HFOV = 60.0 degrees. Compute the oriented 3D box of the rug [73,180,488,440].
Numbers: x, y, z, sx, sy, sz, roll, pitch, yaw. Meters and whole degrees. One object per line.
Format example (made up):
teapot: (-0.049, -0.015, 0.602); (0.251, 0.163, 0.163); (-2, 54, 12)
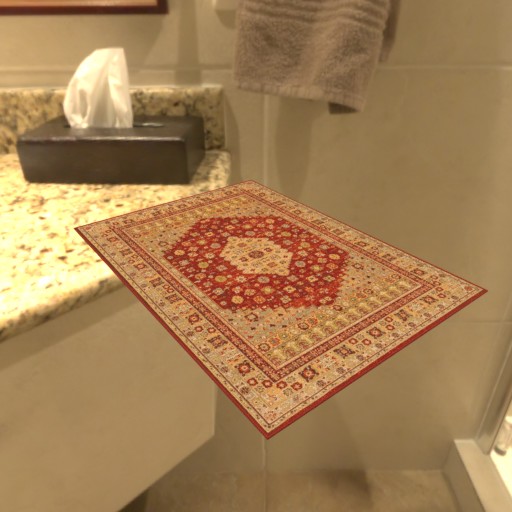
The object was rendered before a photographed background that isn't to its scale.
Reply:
rug: (0.000, 0.000, 2.830); (1.593, 0.013, 2.211); (-21, 36, -32)
